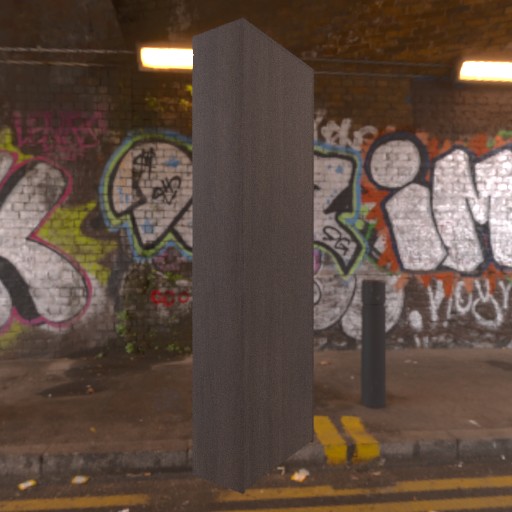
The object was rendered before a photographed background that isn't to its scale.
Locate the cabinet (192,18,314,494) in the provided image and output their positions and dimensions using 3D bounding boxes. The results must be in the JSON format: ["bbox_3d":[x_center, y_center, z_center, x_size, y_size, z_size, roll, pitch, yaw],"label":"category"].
[{"bbox_3d":[0.000,0.000,1.802,0.255,1.630,0.520,0,0,35],"label":"cabinet"}]
